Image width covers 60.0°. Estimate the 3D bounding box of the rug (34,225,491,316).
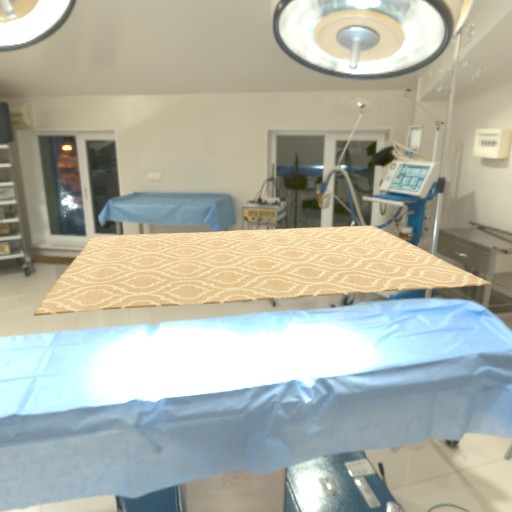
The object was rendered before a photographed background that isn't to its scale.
[{"bbox_3d":[0.000,0.000,2.195,1.761,0.013,1.152,-3,16,-10],"label":"rug"}]
